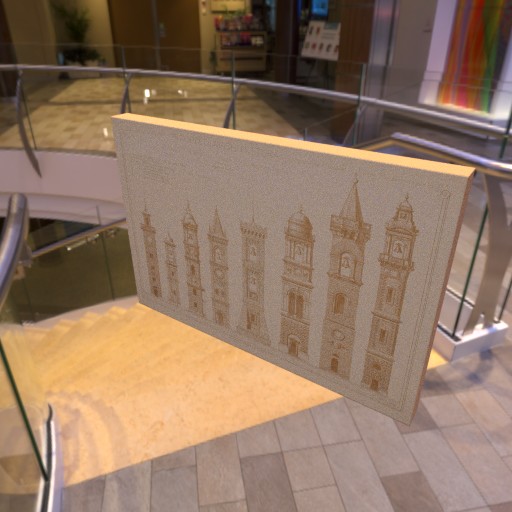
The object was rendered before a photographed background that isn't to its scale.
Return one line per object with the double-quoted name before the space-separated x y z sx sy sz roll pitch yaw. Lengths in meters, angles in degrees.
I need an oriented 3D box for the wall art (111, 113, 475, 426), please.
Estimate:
"wall art" 0.000 0.000 0.765 0.609 0.407 0.039 18 33 29
